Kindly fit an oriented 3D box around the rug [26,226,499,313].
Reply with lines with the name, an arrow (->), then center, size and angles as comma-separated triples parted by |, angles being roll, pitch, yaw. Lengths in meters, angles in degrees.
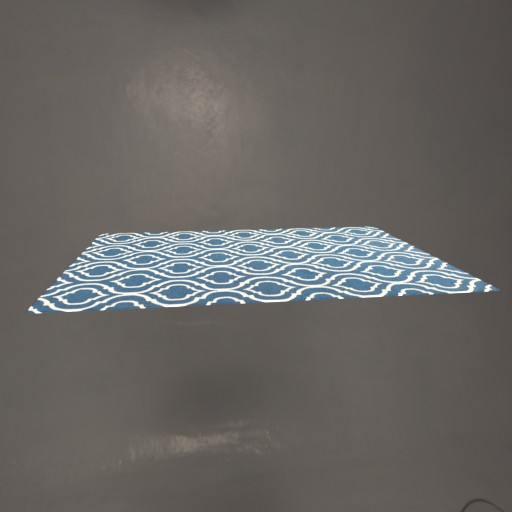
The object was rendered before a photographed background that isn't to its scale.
rug -> 0.000, 0.000, 4.253 | 3.353, 0.010, 2.438 | -2, 15, -7
